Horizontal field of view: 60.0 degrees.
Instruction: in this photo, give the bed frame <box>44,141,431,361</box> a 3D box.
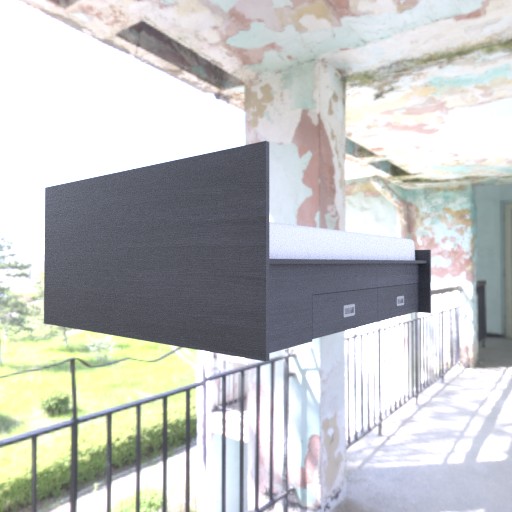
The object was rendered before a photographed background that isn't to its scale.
[{"bbox_3d":[0.000,0.000,2.875,1.622,0.800,1.960,-1,-1,38],"label":"bed frame"}]
